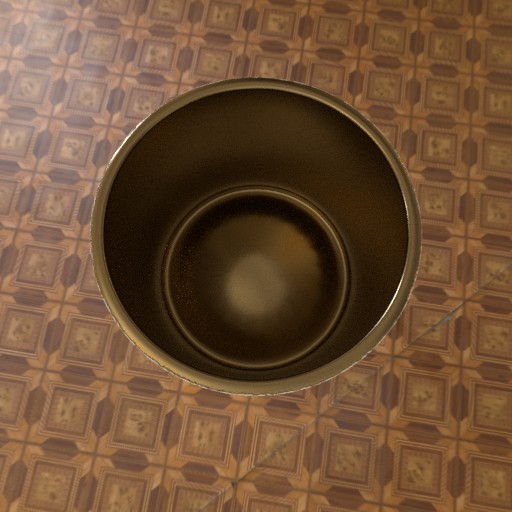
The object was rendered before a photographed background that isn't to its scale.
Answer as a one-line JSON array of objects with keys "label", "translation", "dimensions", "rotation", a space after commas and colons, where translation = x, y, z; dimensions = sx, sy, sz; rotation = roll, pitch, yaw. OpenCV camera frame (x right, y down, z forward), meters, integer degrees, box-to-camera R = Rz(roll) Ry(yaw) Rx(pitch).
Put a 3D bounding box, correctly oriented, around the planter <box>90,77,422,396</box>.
[{"label": "planter", "translation": [0.000, 0.000, 0.438], "dimensions": [0.254, 0.221, 0.254], "rotation": [0, 77, 0]}]
